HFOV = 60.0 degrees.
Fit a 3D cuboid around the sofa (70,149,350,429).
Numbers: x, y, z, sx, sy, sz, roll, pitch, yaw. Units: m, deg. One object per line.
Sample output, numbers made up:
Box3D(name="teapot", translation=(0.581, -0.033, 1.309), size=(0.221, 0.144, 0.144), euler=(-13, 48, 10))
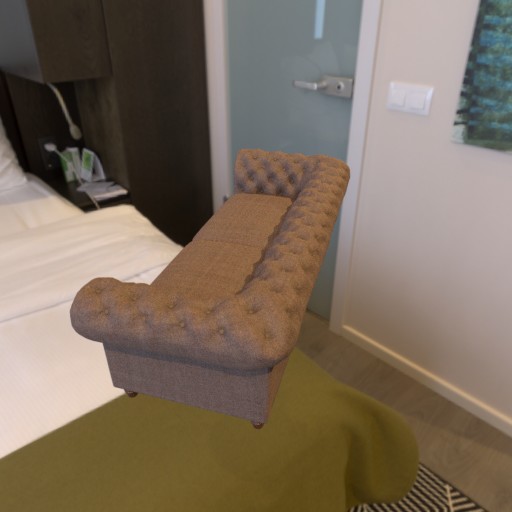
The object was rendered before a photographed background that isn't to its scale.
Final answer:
Box3D(name="sofa", translation=(0.000, 0.000, 2.853), size=(0.944, 0.787, 2.385), euler=(8, 31, 14))
